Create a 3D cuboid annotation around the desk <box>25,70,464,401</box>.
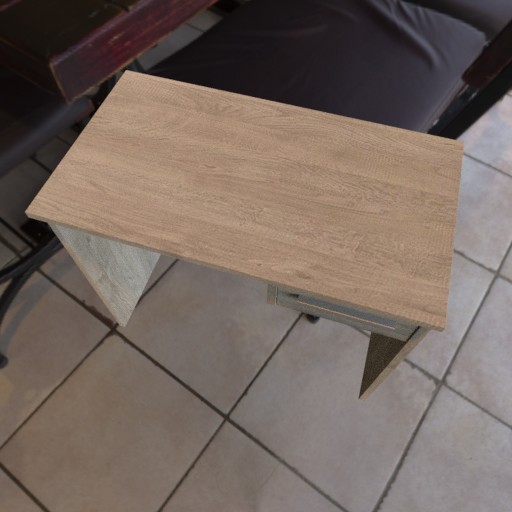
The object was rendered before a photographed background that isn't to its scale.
[{"bbox_3d":[0.000,0.000,1.323,0.893,0.724,0.498,15,61,9],"label":"desk"}]
